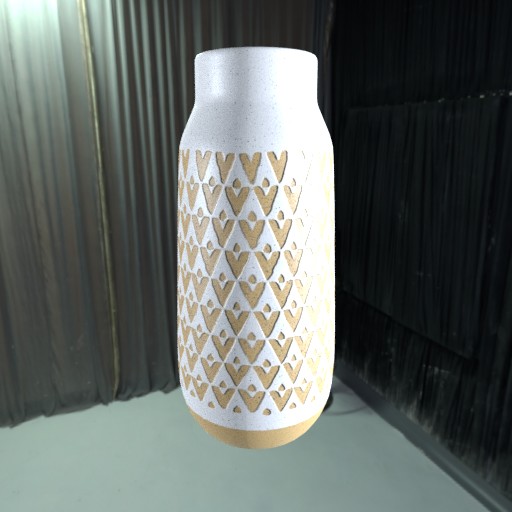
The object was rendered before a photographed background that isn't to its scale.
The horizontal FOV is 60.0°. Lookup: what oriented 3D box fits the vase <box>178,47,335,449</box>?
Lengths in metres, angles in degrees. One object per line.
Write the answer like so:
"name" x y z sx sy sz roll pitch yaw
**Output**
"vase" 0.000 0.000 0.371 0.137 0.307 0.137 0 16 0
